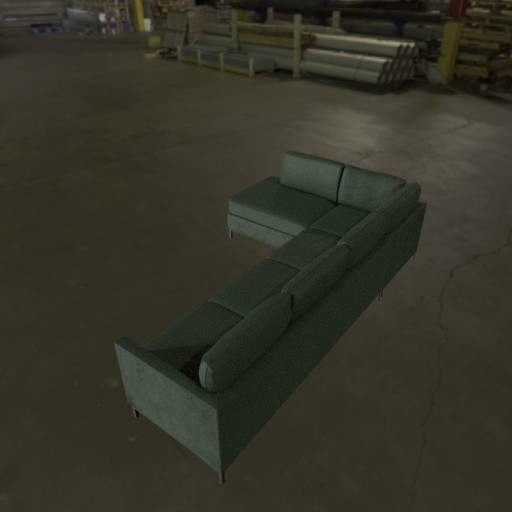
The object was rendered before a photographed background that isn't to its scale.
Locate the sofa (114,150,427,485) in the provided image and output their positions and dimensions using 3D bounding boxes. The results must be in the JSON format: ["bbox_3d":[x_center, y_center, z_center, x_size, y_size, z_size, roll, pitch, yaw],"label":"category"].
[{"bbox_3d":[0.000,0.000,4.219,2.048,0.996,3.384,22,38,31],"label":"sofa"}]
